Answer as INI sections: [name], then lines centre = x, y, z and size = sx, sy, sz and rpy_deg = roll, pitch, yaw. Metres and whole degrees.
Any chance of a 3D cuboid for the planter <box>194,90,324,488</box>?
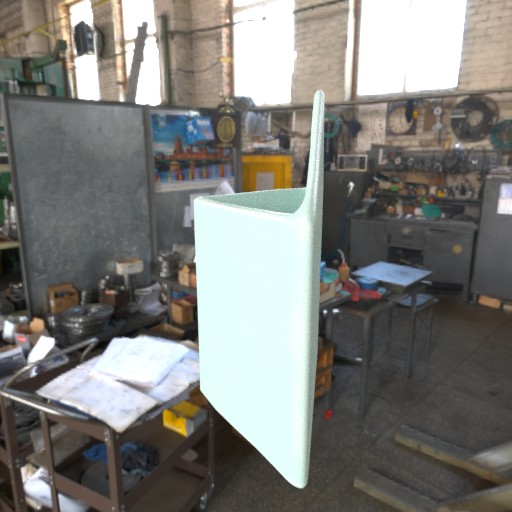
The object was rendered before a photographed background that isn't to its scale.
[planter]
centre = 0.000, 0.000, 0.282
size = 0.079, 0.197, 0.164
rpy_deg = 2, 14, 9
